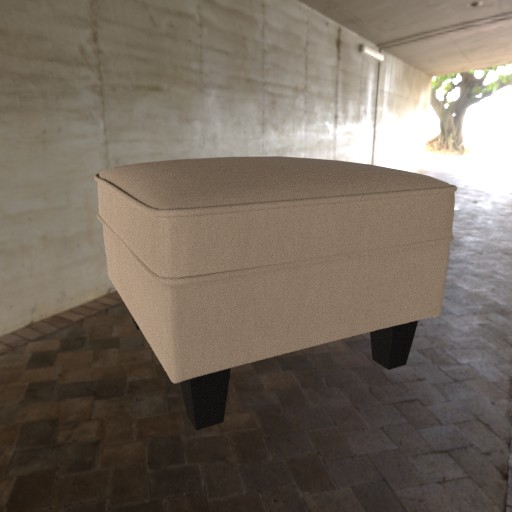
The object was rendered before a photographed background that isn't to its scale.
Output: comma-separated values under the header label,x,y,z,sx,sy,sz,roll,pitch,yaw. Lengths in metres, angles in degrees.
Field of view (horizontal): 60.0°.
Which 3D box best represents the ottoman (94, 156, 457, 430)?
label,x,y,z,sx,sy,sz,roll,pitch,yaw
ottoman,0.000,0.000,1.026,0.616,0.438,0.613,-8,18,-26
